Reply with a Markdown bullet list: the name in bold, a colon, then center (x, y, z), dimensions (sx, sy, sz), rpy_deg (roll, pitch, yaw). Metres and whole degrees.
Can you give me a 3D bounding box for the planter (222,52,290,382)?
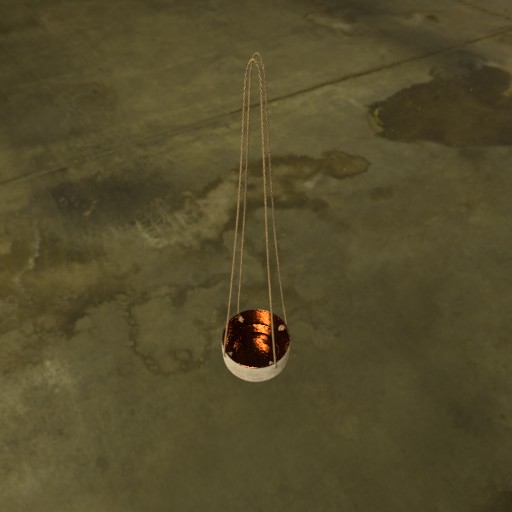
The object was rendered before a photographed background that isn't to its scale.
- **planter**: center (0.000, 0.000, 1.141), dimensions (0.223, 1.030, 0.223), rpy_deg (11, 49, 10)
